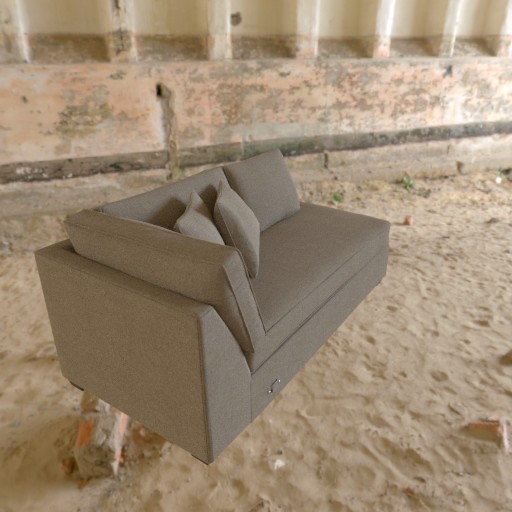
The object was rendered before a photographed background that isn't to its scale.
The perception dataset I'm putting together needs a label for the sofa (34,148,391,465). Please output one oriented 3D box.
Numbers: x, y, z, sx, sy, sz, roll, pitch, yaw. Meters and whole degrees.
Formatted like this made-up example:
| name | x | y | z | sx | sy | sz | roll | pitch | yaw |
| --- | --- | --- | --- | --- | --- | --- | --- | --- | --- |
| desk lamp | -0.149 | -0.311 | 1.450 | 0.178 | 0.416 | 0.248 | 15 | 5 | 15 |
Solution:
| name | x | y | z | sx | sy | sz | roll | pitch | yaw |
| --- | --- | --- | --- | --- | --- | --- | --- | --- | --- |
| sofa | 0.000 | 0.000 | 2.817 | 1.110 | 1.019 | 2.238 | 16 | 29 | 31 |
